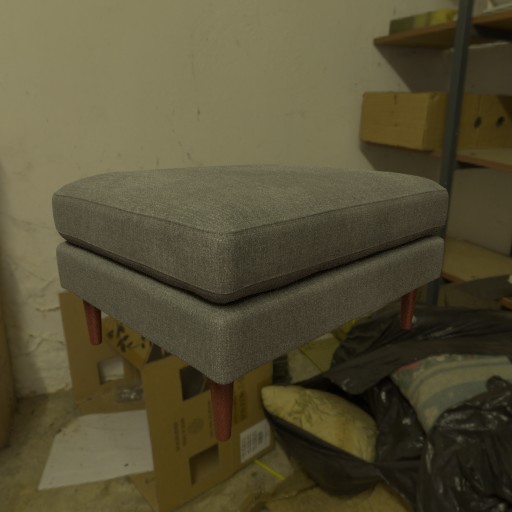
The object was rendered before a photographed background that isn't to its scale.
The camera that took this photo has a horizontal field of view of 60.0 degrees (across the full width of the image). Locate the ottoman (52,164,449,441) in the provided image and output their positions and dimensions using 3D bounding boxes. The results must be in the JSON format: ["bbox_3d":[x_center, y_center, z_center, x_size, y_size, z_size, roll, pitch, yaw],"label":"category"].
[{"bbox_3d":[0.000,0.000,1.206,0.821,0.474,0.693,-15,21,-42],"label":"ottoman"}]
